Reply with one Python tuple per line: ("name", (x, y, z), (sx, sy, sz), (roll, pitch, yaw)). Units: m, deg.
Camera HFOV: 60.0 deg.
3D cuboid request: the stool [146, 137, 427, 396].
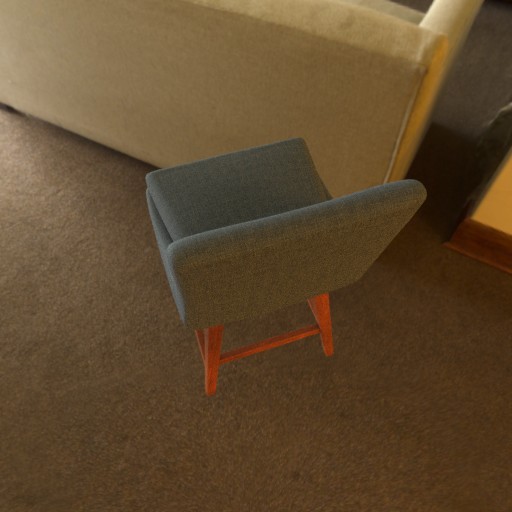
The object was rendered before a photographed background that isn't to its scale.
("stool", (0.000, 0.000, 1.156), (0.467, 0.895, 0.524), (-16, 58, -10))
